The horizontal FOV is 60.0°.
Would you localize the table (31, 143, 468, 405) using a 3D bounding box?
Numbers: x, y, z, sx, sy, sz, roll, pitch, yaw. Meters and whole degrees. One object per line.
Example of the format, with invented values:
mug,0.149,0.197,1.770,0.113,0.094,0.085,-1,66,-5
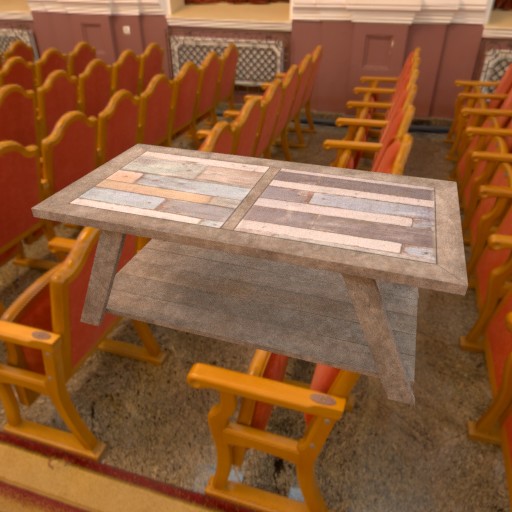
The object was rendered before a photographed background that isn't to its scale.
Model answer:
table,0.000,0.000,1.539,1.219,0.470,0.610,10,35,15
